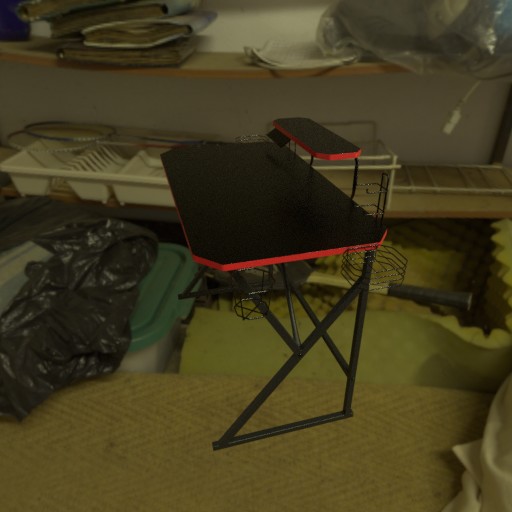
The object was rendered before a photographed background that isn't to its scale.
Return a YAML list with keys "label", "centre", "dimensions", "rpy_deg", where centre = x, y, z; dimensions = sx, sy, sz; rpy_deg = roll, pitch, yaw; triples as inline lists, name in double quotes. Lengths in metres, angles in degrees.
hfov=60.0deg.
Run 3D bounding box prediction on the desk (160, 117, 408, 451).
- label: "desk"
  centre: [0.000, 0.000, 1.710]
  dimensions: [0.588, 0.913, 1.280]
  rpy_deg: [-8, 31, -14]
